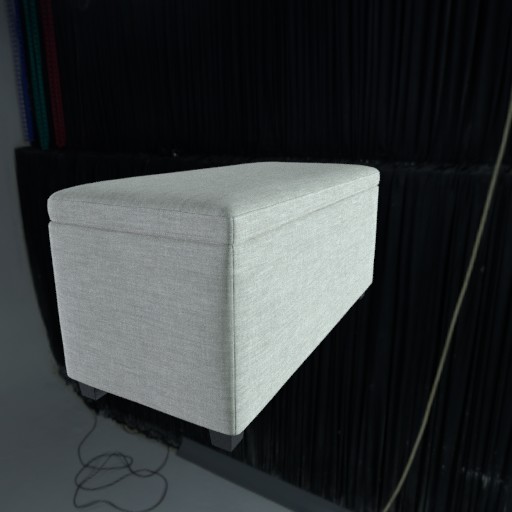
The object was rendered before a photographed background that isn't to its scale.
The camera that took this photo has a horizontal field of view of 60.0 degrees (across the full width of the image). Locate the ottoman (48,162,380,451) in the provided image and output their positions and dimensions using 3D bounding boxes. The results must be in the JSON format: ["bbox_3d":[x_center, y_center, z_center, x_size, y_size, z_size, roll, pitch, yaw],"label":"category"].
[{"bbox_3d":[0.000,0.000,1.125,0.419,0.432,0.902,8,17,27],"label":"ottoman"}]
